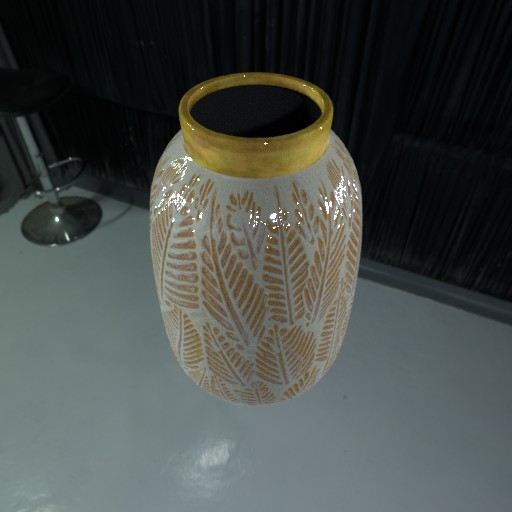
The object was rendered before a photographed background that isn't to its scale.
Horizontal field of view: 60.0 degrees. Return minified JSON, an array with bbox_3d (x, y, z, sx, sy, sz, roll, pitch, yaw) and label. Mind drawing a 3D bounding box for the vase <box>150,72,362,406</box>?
[{"bbox_3d":[0.000,0.000,0.372,0.172,0.270,0.172,0,45,0],"label":"vase"}]
